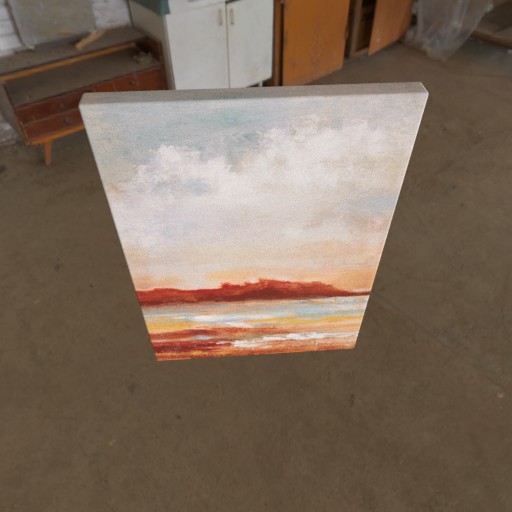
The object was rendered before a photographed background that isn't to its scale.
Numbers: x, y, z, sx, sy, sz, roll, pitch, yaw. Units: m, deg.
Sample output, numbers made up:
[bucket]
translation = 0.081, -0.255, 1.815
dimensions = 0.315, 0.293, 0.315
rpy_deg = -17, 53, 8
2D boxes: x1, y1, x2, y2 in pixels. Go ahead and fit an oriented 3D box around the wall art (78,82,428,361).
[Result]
[wall art]
translation = 0.000, 0.000, 0.785
dimensions = 0.443, 0.605, 0.035
rpy_deg = -3, 46, -3
